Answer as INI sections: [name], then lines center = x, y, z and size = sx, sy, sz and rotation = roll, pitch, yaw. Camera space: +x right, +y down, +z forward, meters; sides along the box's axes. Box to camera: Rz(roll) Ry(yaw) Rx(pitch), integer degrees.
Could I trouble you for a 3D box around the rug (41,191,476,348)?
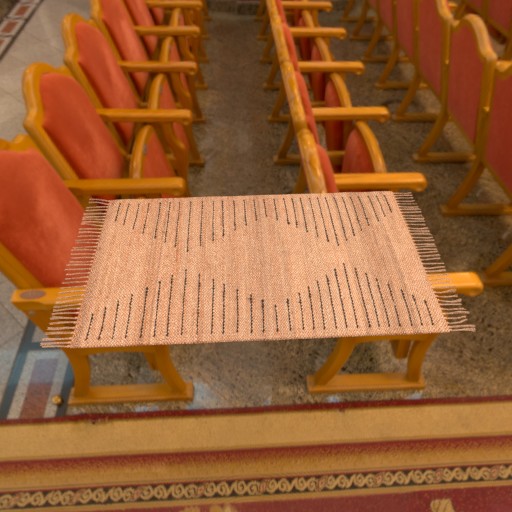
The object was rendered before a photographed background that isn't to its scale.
[rug]
center = 0.000, 0.000, 2.034
size = 1.718, 0.017, 0.905
rotation = -2, 47, -2
